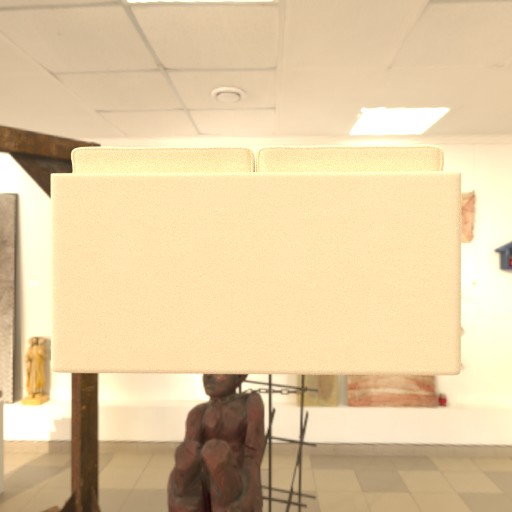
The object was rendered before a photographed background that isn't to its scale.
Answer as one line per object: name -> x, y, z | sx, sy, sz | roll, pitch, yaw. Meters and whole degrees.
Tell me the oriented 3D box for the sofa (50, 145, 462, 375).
sofa -> 0.000, 0.000, 2.231 | 1.727, 0.940, 0.991 | 0, 0, 1
